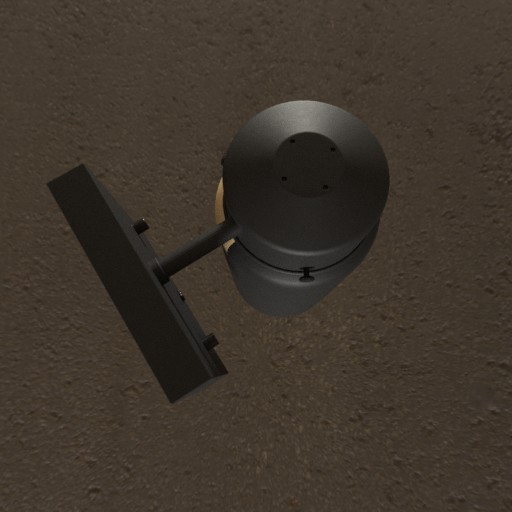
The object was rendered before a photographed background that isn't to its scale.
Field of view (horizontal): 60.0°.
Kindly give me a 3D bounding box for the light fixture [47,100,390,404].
[{"bbox_3d":[0.000,0.000,0.351,0.176,0.257,0.130,-32,78,-7],"label":"light fixture"}]
